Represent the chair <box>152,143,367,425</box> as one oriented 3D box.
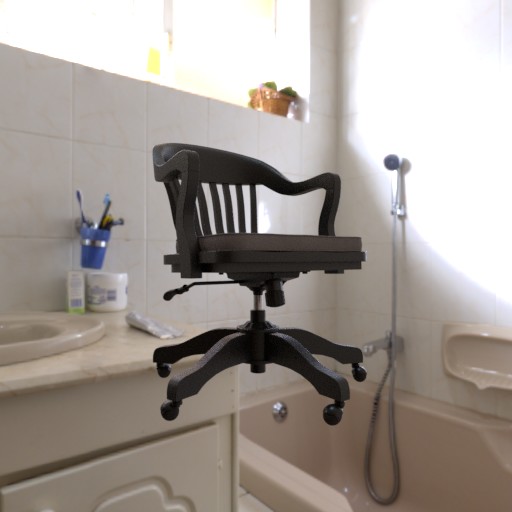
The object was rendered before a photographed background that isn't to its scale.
[{"bbox_3d":[0.000,0.000,1.462,0.750,0.878,0.788,0,0,-36],"label":"chair"}]
